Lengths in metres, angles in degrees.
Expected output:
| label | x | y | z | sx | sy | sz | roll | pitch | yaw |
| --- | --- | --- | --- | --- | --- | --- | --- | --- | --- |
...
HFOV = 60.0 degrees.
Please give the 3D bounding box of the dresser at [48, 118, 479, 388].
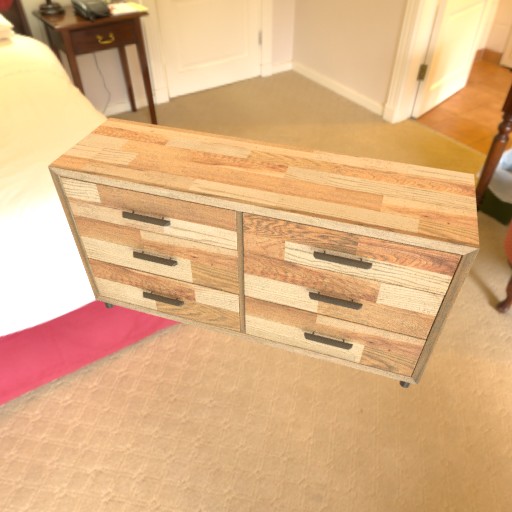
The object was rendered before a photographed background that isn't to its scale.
| label | x | y | z | sx | sy | sz | roll | pitch | yaw |
| --- | --- | --- | --- | --- | --- | --- | --- | --- | --- |
| dresser | 0.000 | 0.000 | 1.934 | 1.547 | 0.834 | 0.487 | 12 | 44 | 13 |
